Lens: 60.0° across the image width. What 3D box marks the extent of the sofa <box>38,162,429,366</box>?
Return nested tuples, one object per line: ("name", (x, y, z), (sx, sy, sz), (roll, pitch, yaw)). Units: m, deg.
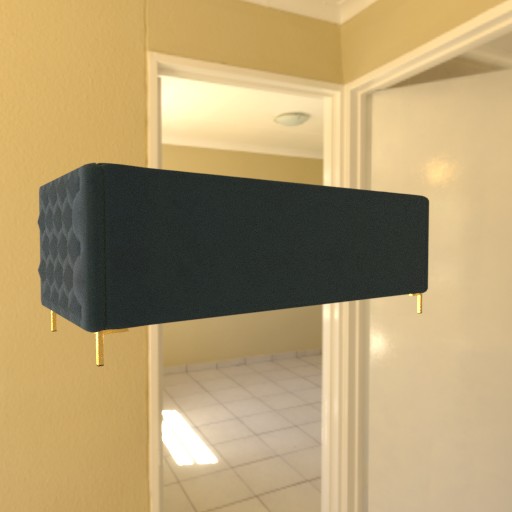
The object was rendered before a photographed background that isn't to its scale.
("sofa", (0.000, 0.000, 2.597), (2.209, 0.771, 0.895), (-1, 3, -36))
